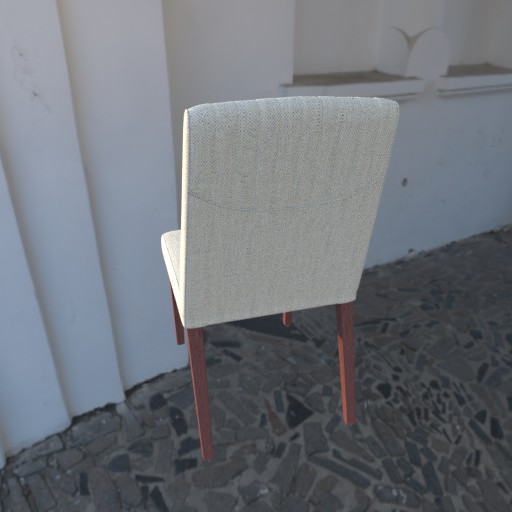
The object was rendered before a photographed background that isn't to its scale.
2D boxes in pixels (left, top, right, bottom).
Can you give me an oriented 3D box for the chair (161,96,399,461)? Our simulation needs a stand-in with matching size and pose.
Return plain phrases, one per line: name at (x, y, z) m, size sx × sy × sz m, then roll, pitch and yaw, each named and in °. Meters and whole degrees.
chair at (0.000, 0.000, 1.245) m, size 0.480 × 0.900 × 0.594 m, roll -7°, pitch 27°, yaw -15°
